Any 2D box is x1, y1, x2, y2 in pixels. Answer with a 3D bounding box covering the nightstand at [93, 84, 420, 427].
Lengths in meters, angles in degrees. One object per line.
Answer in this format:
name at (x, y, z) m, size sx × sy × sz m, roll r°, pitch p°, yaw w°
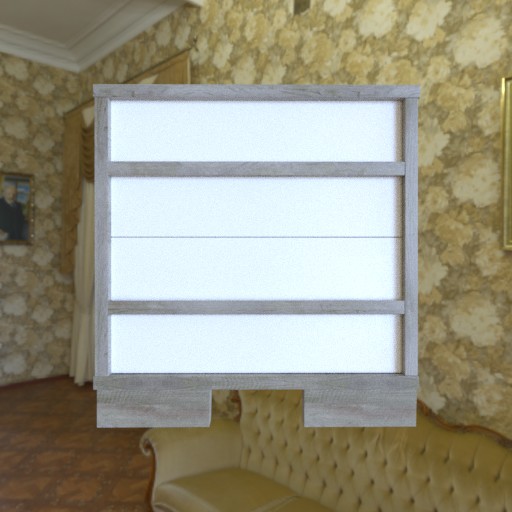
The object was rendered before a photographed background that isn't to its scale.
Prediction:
nightstand at (0.000, 0.000, 0.751) m, size 0.427 × 0.448 × 0.347 m, roll 0°, pitch 0°, yaw 0°
